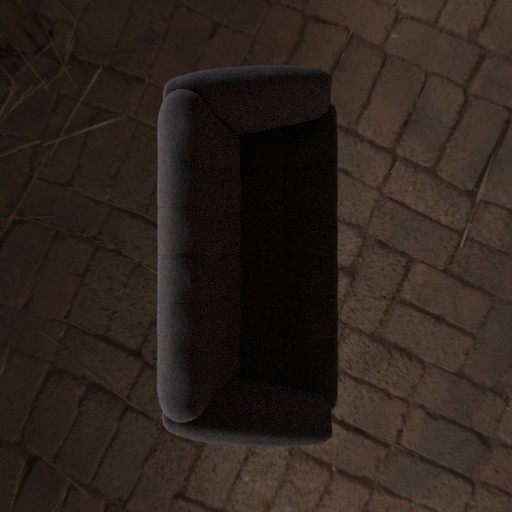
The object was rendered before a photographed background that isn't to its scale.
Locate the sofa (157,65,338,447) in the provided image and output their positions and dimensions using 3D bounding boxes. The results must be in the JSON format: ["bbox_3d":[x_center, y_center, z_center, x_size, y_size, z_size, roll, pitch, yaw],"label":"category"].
[{"bbox_3d":[0.000,0.000,2.334,0.887,0.790,1.849,0,89,0],"label":"sofa"}]
